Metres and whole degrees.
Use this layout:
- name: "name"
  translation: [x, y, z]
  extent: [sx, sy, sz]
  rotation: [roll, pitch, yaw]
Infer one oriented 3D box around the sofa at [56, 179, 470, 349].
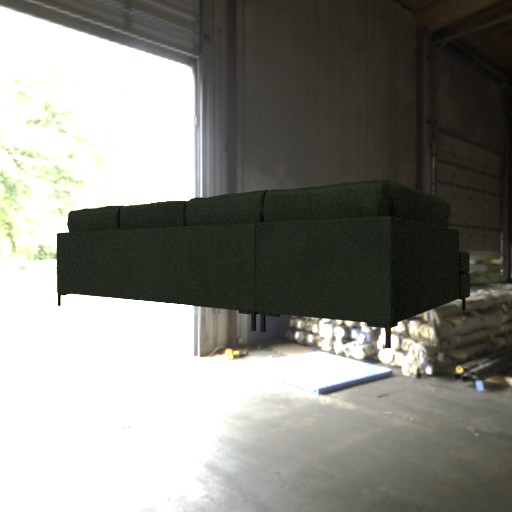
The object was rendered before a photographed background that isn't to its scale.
- name: "sofa"
  translation: [0.000, 0.000, 4.208]
  extent: [3.384, 0.996, 2.048]
  rotation: [0, 0, 36]
